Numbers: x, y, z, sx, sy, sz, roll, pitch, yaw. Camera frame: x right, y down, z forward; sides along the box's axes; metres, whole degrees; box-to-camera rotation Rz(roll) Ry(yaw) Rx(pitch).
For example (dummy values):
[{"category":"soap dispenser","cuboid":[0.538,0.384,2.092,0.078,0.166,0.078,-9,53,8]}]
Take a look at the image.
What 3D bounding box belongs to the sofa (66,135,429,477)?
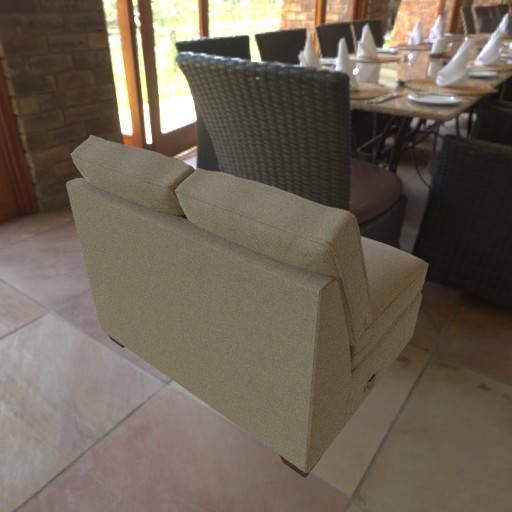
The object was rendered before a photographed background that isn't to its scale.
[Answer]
[{"category":"sofa","cuboid":[0.000,0.000,1.940,1.237,1.008,0.951,22,37,33]}]
